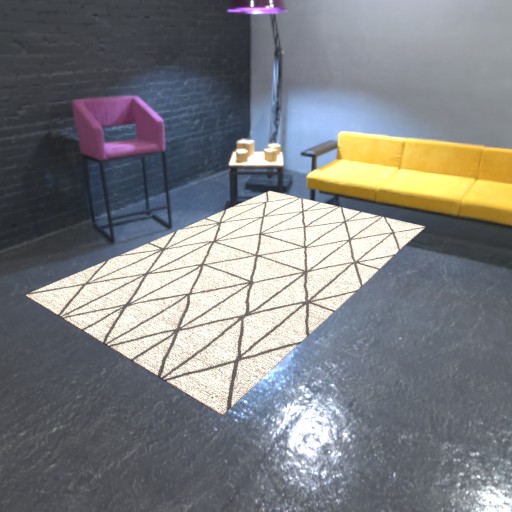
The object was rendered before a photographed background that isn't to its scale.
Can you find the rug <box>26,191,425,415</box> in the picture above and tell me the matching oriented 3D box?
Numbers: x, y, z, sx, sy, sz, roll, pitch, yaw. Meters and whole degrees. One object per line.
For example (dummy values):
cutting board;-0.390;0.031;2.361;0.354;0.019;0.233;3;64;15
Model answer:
rug;0.000;0.000;3.064;1.526;0.008;2.465;18;32;33
